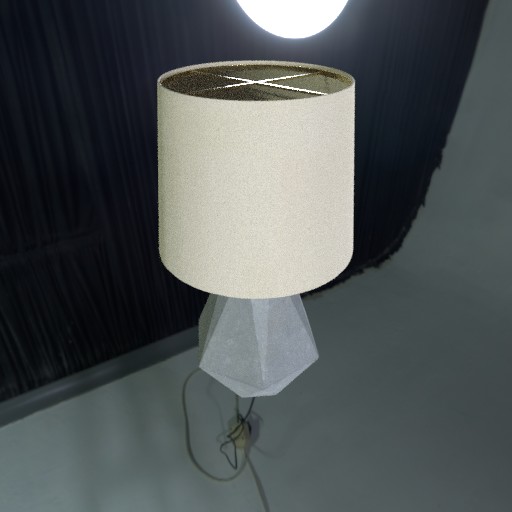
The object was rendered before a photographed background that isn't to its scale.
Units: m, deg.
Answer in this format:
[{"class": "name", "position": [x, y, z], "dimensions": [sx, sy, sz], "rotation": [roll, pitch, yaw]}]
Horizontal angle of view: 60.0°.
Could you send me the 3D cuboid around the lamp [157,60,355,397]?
[{"class": "lamp", "position": [0.000, 0.000, 0.657], "dimensions": [0.276, 0.501, 0.276], "rotation": [0, 33, 0]}]
